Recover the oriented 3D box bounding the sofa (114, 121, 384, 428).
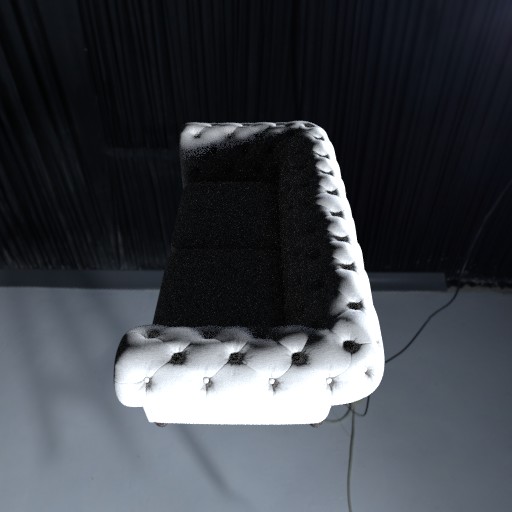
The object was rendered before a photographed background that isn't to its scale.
[{"bbox_3d":[0.000,0.000,2.425,0.986,0.764,1.998,0,42,0],"label":"sofa"}]
